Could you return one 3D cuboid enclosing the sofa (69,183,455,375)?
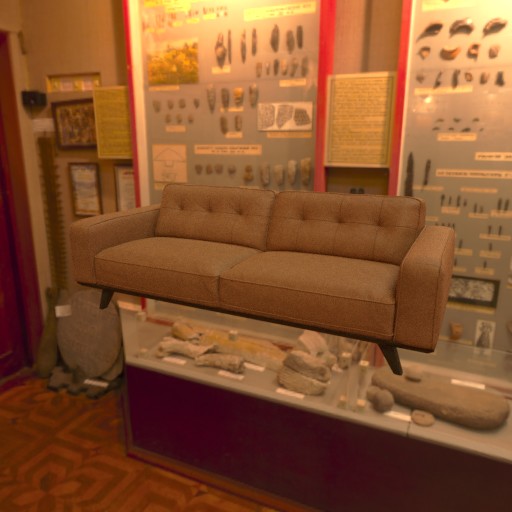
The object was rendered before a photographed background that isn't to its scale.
[{"bbox_3d":[0.000,0.000,2.810,2.270,0.780,0.953,7,17,25],"label":"sofa"}]
